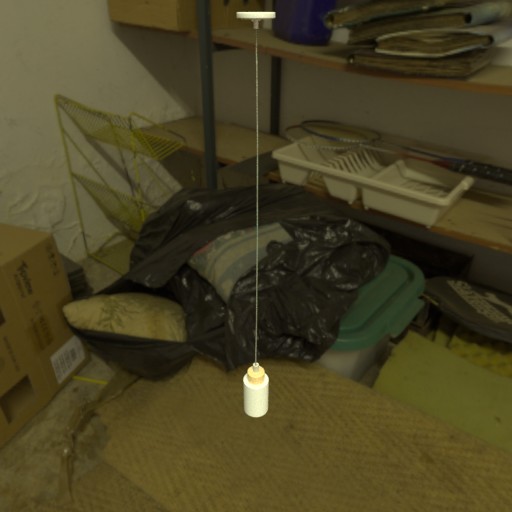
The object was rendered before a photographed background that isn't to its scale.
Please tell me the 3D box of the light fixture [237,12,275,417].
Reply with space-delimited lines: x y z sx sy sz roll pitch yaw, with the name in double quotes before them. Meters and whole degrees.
"light fixture" 0.000 0.000 1.866 0.125 1.798 0.125 8 30 15
